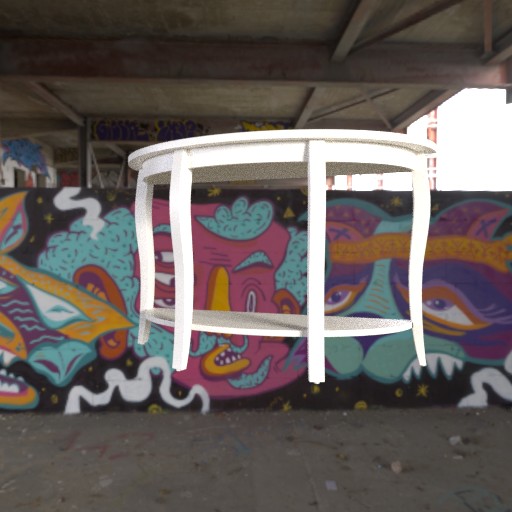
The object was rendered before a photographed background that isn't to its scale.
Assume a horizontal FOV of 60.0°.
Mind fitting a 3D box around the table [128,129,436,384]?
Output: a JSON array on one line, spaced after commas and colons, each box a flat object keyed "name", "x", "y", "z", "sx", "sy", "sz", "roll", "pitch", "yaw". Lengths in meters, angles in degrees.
[{"name": "table", "x": 0.000, "y": 0.000, "z": 1.582, "sx": 1.219, "sy": 0.780, "sz": 0.394, "roll": 0, "pitch": 1, "yaw": 18}]
